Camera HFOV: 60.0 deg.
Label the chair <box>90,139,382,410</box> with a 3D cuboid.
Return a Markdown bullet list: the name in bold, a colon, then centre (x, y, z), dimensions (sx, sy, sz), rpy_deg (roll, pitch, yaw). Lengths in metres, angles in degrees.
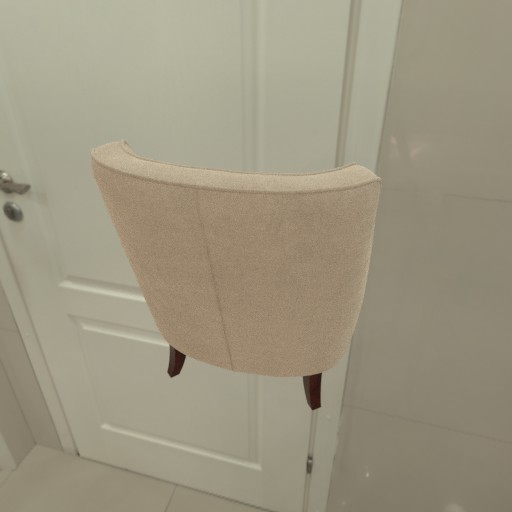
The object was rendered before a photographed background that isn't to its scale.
- **chair**: centre (0.000, 0.000, 1.569), dimensions (0.781, 0.920, 0.910), rpy_deg (9, 33, 14)
